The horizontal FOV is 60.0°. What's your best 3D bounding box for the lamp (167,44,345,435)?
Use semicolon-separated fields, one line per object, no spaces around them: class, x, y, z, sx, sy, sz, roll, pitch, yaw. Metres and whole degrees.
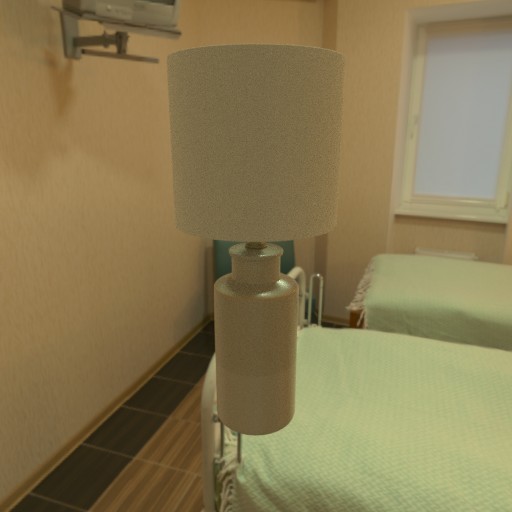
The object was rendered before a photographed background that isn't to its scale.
lamp;0.000;0.000;0.603;0.212;0.493;0.212;-3;16;-10
